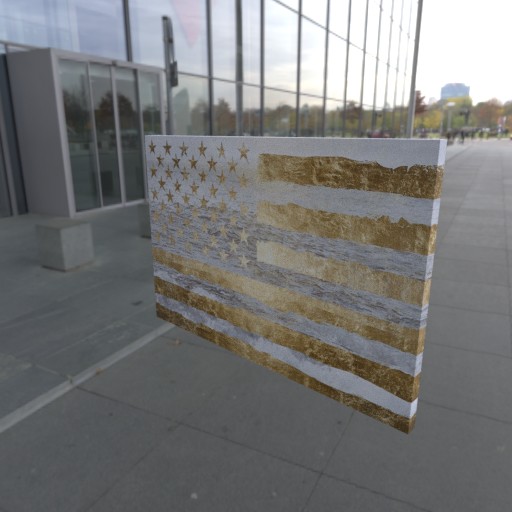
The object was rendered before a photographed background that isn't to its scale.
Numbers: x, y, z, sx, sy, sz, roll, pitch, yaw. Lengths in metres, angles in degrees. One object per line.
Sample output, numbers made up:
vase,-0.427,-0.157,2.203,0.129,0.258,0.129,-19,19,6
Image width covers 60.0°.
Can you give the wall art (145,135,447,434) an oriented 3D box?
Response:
wall art,0.000,0.000,1.467,1.145,0.762,0.041,14,21,41
